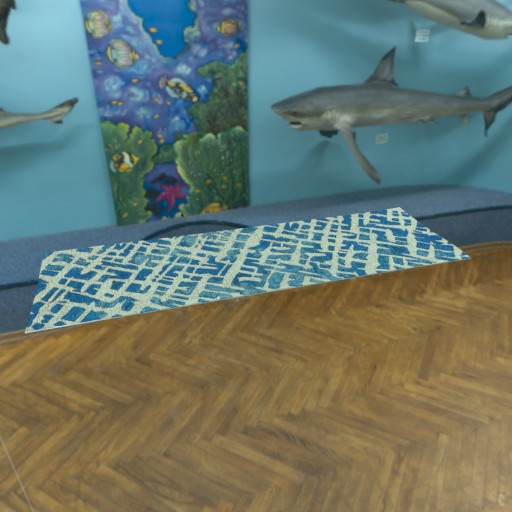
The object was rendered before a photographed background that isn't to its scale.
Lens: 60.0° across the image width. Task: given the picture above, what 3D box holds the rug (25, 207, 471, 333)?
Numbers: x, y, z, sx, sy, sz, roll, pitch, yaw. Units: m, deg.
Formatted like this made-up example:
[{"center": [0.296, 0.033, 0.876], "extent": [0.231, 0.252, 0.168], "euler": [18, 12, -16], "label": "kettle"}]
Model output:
[{"center": [0.000, 0.000, 2.658], "extent": [2.446, 0.011, 0.768], "euler": [-8, 31, -14], "label": "rug"}]
